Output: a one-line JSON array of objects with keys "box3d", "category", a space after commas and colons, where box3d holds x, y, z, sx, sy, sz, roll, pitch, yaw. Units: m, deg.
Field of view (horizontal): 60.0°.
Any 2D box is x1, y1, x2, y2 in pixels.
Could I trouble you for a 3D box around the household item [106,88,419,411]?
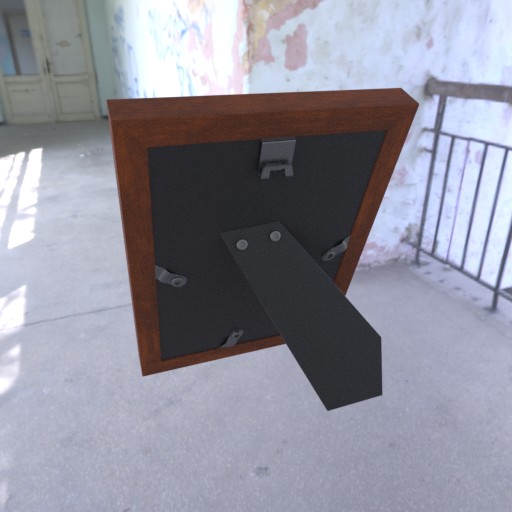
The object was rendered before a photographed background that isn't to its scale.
[{"box3d": [0.000, 0.000, 0.288, 0.160, 0.204, 0.096, -9, 27, -18], "category": "household item"}]
